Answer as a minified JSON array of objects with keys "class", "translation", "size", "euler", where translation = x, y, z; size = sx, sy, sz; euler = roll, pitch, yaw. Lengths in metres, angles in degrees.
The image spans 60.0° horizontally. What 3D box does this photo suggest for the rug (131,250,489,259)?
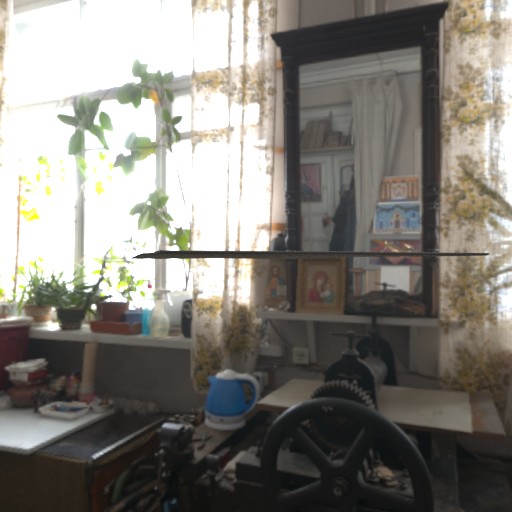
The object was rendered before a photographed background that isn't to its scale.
[{"class":"rug","translation":[0.000,0.000,2.293],"size":[1.174,0.022,1.853],"euler":[0,-1,-18]}]
